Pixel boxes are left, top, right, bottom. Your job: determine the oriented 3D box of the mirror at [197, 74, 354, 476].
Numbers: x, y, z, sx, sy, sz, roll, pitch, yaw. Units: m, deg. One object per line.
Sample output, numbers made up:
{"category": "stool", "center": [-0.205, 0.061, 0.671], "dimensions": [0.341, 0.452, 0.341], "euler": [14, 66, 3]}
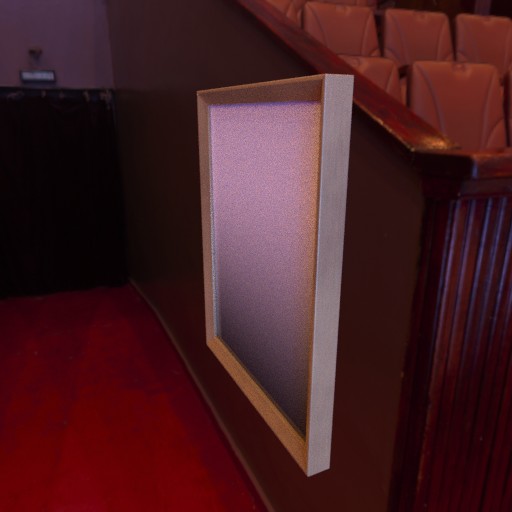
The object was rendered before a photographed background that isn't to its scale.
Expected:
{"category": "mirror", "center": [0.000, 0.000, 0.707], "dimensions": [0.041, 0.509, 0.406], "euler": [-8, 20, -25]}
